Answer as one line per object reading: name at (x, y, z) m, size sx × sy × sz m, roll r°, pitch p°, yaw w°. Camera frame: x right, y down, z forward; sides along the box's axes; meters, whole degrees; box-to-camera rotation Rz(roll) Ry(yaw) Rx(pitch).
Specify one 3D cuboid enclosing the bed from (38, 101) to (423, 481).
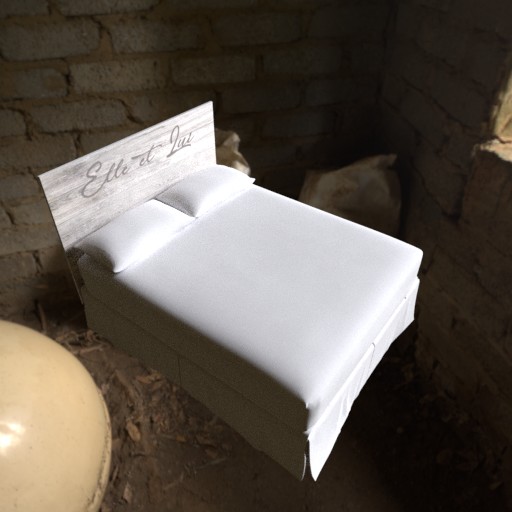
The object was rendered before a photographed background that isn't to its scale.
bed at (0.000, 0.000, 3.176) m, size 2.094 × 1.335 × 1.745 m, roll 25°, pitch 45°, yaw 28°
